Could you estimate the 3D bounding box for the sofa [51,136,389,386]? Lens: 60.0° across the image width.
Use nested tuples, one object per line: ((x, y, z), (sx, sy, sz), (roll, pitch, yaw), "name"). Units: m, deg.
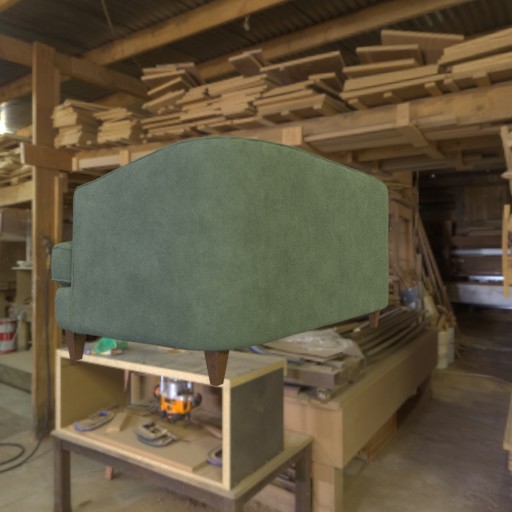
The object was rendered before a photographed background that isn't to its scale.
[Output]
((0.000, 0.000, 2.277), (0.941, 0.855, 1.733), (0, 1, 36), "sofa")
